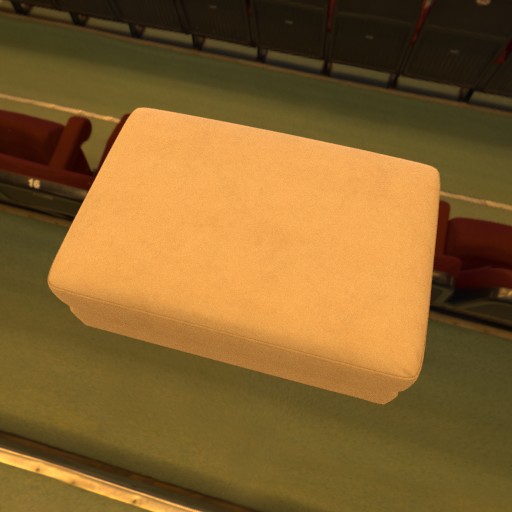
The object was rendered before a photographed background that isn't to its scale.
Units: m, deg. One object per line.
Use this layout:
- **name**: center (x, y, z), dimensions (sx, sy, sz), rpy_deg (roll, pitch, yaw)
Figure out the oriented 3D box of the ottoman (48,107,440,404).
- **ottoman**: center (0.000, 0.000, 1.220), dimensions (0.864, 0.483, 0.584), rpy_deg (13, 64, 7)
